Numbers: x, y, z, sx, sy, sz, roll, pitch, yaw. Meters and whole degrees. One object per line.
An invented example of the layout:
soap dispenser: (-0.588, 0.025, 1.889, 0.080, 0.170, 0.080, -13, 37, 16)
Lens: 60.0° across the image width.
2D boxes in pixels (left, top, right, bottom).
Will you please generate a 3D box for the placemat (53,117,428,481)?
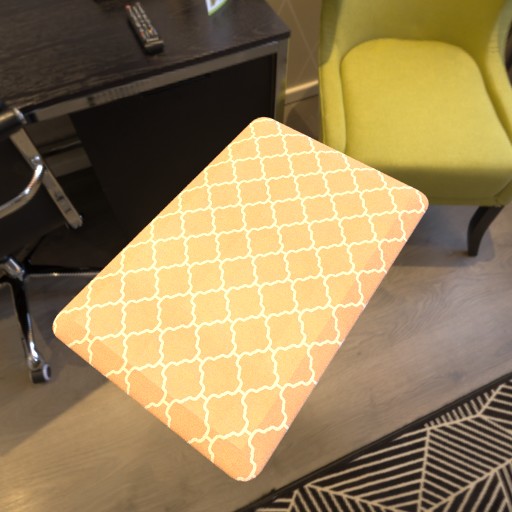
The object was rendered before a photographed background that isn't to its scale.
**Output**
placemat: (0.000, 0.000, 0.974, 0.508, 0.021, 0.762, 31, 64, 17)
